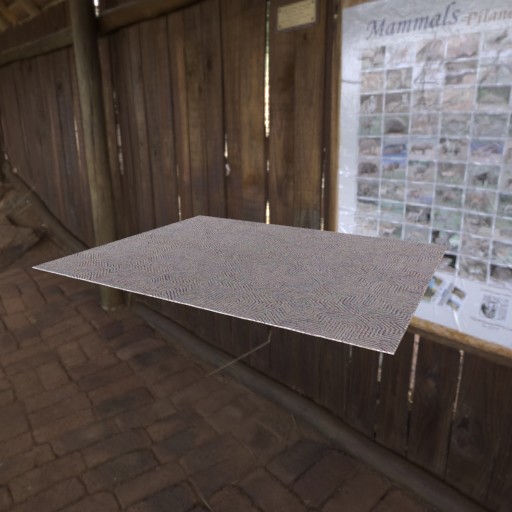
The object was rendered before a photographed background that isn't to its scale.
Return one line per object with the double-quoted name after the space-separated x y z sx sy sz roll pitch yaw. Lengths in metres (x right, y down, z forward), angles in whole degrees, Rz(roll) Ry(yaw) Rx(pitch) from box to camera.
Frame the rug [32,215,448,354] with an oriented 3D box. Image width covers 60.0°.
0.000 0.000 4.121 3.046 0.008 2.442 9 19 27 "rug"
